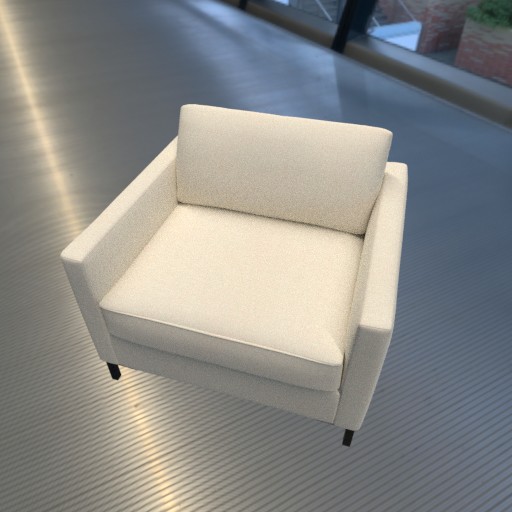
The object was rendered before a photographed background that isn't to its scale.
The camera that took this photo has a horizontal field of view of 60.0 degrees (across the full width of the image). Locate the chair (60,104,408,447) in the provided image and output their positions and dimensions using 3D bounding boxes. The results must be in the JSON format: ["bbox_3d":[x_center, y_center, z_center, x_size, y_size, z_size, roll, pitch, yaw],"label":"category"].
[{"bbox_3d":[0.000,0.000,1.598,0.964,0.806,0.875,11,42,13],"label":"chair"}]
